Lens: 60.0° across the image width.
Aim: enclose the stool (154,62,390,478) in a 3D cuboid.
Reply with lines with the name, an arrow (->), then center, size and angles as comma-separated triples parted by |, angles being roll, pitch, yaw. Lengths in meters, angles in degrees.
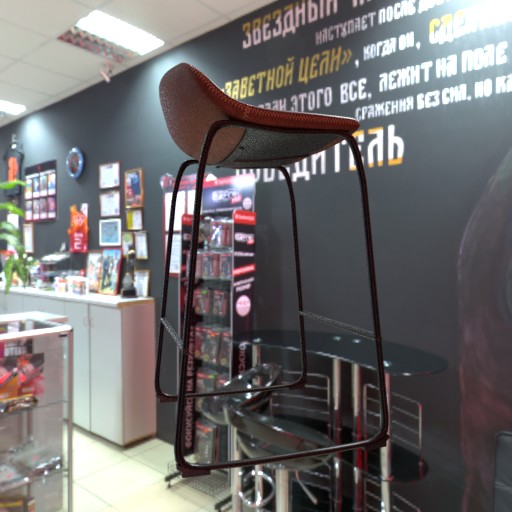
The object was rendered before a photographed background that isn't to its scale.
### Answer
stool -> 0.000, 0.000, 1.108 | 0.473, 0.830, 0.454 | 0, 1, -18
